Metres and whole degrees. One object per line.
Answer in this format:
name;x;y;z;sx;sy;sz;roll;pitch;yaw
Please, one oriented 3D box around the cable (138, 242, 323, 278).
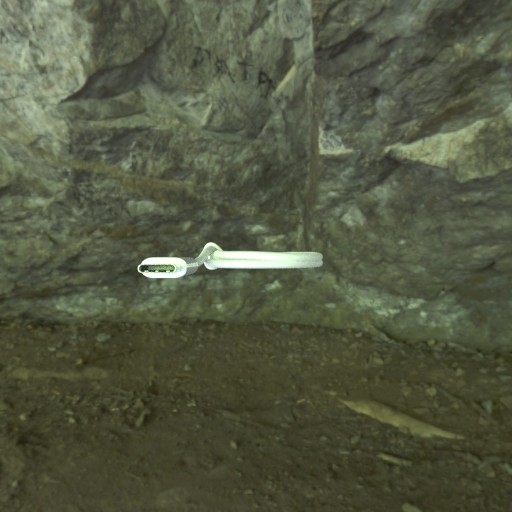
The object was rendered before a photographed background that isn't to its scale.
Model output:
cable;0.000;0.000;0.230;0.070;0.014;0.203;0;0;1
